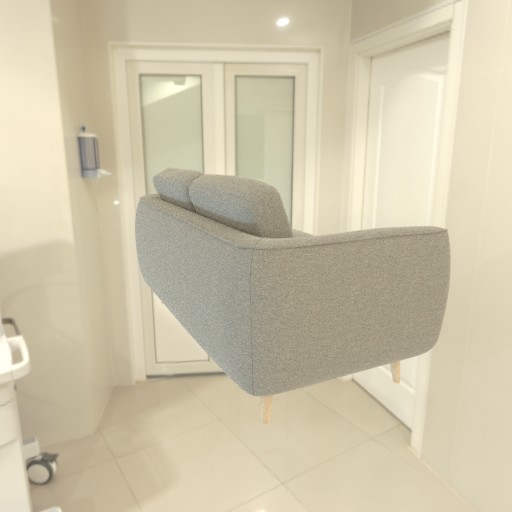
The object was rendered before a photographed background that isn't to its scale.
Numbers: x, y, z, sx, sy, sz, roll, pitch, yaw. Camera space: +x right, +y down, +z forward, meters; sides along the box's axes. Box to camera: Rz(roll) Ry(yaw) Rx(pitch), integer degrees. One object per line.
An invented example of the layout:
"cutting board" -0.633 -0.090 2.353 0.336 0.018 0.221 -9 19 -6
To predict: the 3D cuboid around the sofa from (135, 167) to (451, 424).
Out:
"sofa" 0.000 0.000 2.232 0.920 0.850 1.700 -7 15 -26
